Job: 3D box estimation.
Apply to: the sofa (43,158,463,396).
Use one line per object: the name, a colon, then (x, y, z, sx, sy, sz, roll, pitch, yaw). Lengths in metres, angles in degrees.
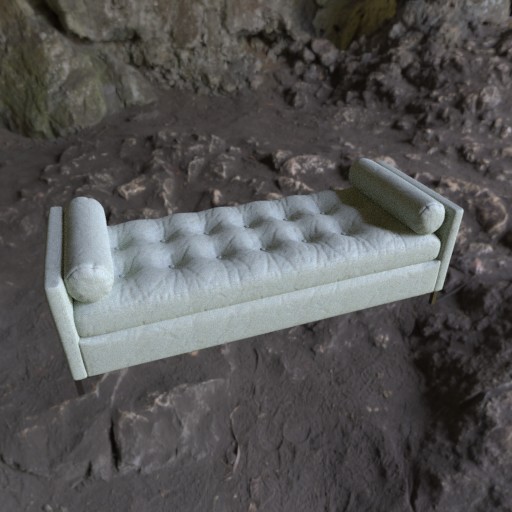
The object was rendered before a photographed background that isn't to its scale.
sofa: (0.000, 0.000, 2.514, 2.102, 0.705, 0.796, -11, 34, -16)
